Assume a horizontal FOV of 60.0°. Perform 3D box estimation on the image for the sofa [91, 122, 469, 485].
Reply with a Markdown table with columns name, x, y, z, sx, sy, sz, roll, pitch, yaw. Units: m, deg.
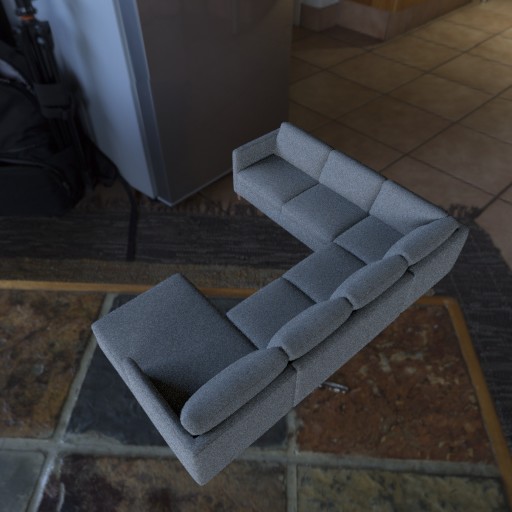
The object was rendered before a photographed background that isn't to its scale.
| name | x | y | z | sx | sy | sz | roll | pitch | yaw |
| --- | --- | --- | --- | --- | --- | --- | --- | --- | --- |
| sofa | 0.000 | 0.000 | 4.311 | 3.238 | 0.853 | 2.551 | -32 | 54 | -27 |
